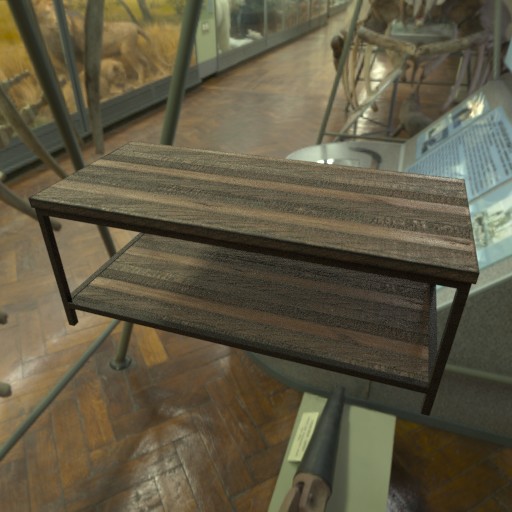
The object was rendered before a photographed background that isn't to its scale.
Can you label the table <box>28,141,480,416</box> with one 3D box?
[{"bbox_3d":[0.000,0.000,1.208,0.990,0.399,0.452,10,34,16],"label":"table"}]
